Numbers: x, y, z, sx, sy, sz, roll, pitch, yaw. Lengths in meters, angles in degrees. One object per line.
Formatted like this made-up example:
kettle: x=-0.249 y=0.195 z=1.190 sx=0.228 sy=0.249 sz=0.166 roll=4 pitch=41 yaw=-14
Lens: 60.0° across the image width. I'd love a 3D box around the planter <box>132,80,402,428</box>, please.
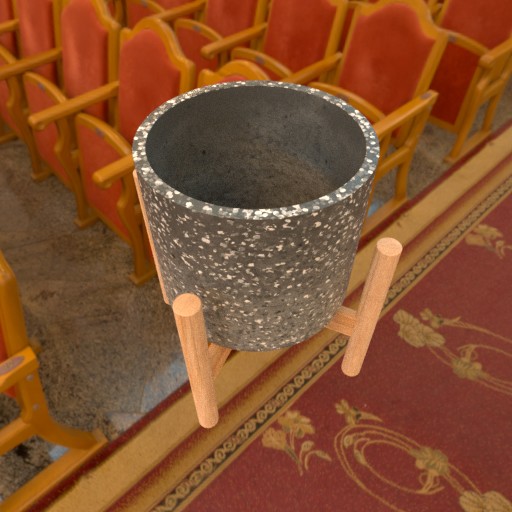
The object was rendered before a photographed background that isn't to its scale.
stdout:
planter: x=0.000 y=0.000 z=0.521 sx=0.284 sy=0.320 sz=0.284 roll=-34 pitch=56 yaw=-27
